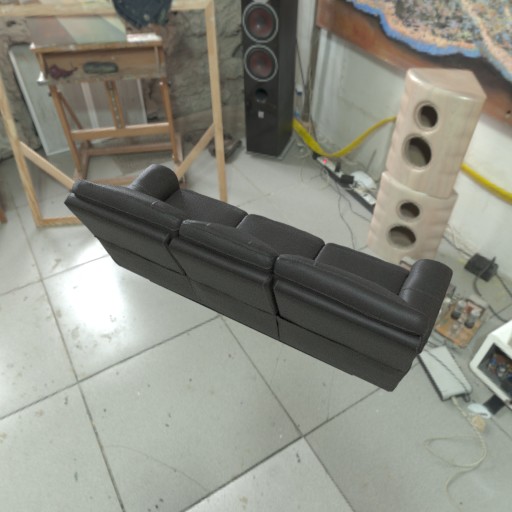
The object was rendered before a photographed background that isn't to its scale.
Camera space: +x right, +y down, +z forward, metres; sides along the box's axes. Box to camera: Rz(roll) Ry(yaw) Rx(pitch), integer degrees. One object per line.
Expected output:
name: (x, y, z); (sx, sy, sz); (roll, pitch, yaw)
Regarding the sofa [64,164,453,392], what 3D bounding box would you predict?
sofa: (0.000, 0.000, 3.310); (2.627, 1.134, 1.104); (22, 49, 20)
